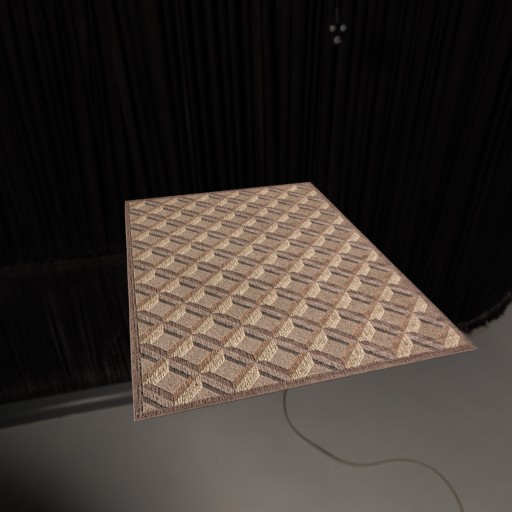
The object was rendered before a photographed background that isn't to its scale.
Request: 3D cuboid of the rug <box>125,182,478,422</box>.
[{"bbox_3d":[0.000,0.000,4.242,2.382,0.018,3.294,-8,32,-13],"label":"rug"}]
